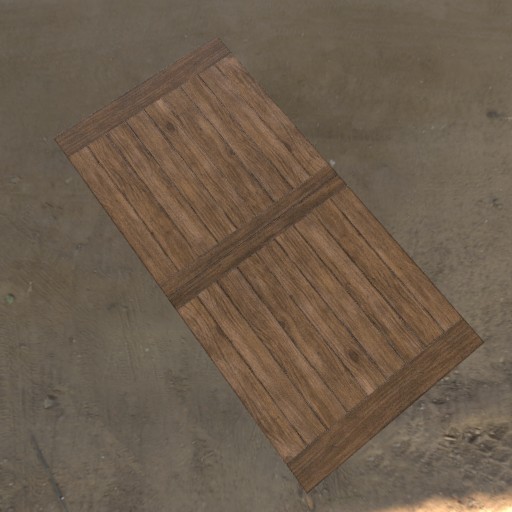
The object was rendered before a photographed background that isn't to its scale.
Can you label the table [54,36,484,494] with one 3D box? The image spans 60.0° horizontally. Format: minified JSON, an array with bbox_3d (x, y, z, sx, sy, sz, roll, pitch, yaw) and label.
[{"bbox_3d":[0.000,0.000,2.295,0.931,0.757,1.867,-36,78,-9],"label":"table"}]
